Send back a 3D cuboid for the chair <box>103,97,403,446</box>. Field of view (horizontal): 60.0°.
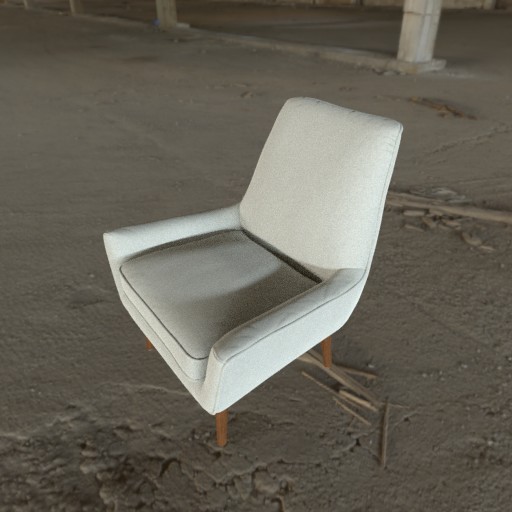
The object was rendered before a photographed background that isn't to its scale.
[{"bbox_3d":[0.000,0.000,1.504,0.822,0.888,0.787,-21,38,-30],"label":"chair"}]
